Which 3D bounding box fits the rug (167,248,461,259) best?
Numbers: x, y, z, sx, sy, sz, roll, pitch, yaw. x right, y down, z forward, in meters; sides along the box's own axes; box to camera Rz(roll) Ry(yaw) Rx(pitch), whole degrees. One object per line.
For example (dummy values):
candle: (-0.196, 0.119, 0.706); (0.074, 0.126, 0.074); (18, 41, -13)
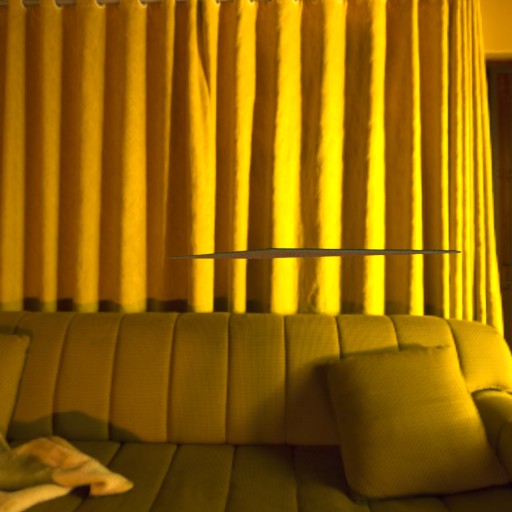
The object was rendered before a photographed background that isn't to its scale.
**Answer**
rug: (0.000, 0.000, 2.370); (0.662, 0.011, 2.196); (0, -1, -19)
